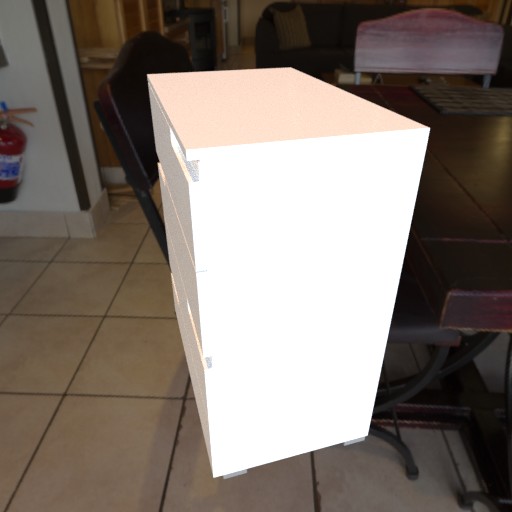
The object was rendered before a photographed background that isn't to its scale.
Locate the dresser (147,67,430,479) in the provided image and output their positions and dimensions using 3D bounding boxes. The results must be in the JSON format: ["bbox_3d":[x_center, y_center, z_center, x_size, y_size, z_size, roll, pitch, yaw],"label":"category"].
[{"bbox_3d":[0.000,0.000,1.148,0.400,0.800,0.650,-9,33,-14],"label":"dresser"}]
